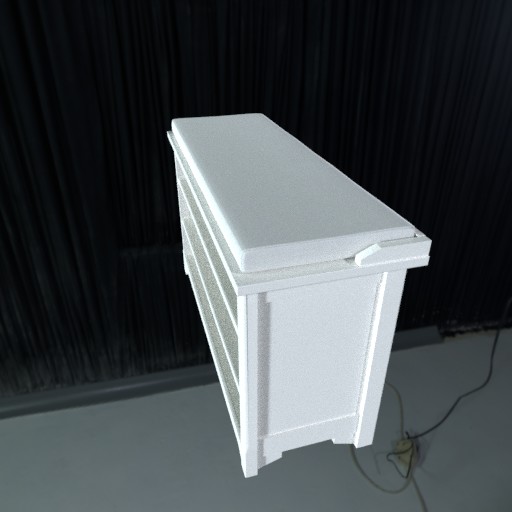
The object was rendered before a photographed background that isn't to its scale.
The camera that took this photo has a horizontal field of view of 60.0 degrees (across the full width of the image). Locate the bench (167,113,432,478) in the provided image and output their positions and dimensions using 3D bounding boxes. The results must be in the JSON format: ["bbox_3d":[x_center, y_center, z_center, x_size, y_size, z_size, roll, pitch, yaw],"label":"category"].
[{"bbox_3d":[0.000,0.000,1.266,0.346,0.589,0.987,-8,31,-14],"label":"bench"}]
